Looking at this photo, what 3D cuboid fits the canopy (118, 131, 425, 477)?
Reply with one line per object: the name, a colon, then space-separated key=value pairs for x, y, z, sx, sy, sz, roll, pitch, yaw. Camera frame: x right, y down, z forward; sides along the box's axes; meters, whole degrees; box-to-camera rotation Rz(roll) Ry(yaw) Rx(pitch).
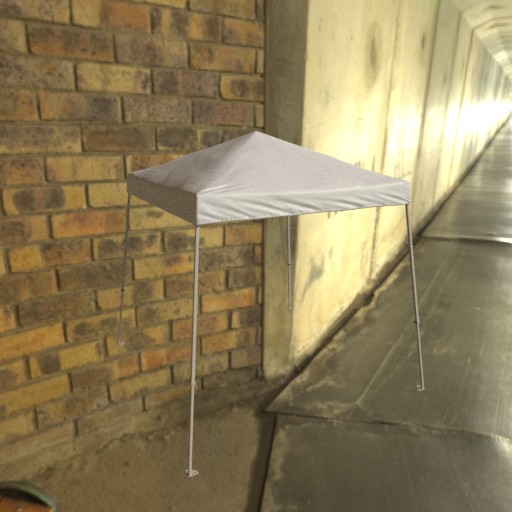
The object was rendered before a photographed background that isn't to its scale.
canopy: x=0.000 y=0.000 z=6.639 sx=3.600 sy=3.600 sz=3.599 roll=-8 pitch=17 yaw=-27
